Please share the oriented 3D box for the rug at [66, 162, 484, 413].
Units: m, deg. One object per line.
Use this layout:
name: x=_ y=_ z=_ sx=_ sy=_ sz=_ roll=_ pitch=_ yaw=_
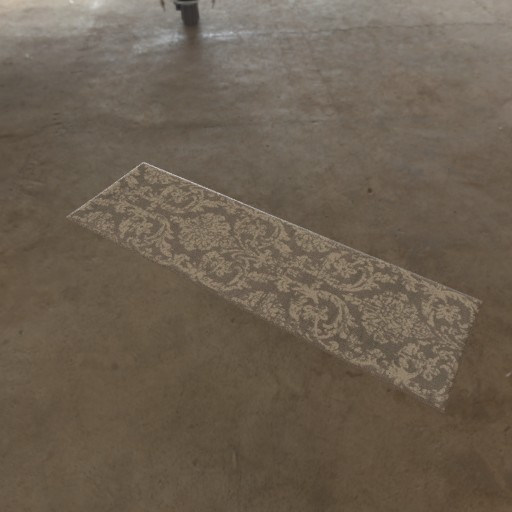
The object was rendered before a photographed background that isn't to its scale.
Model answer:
rug: x=0.000 y=0.000 z=2.359 sx=2.196 sy=0.011 sz=0.662 roll=25 pitch=51 yaw=22
